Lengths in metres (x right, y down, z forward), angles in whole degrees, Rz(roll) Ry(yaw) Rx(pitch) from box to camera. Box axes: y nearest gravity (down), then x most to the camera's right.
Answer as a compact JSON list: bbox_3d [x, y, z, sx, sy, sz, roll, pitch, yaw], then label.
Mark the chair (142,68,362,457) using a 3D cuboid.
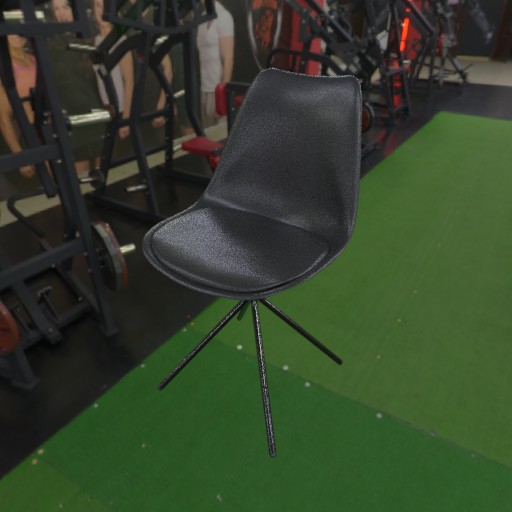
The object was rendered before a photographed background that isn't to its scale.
[{"bbox_3d":[0.000,0.000,1.166,0.461,0.850,0.525,19,35,29],"label":"chair"}]
